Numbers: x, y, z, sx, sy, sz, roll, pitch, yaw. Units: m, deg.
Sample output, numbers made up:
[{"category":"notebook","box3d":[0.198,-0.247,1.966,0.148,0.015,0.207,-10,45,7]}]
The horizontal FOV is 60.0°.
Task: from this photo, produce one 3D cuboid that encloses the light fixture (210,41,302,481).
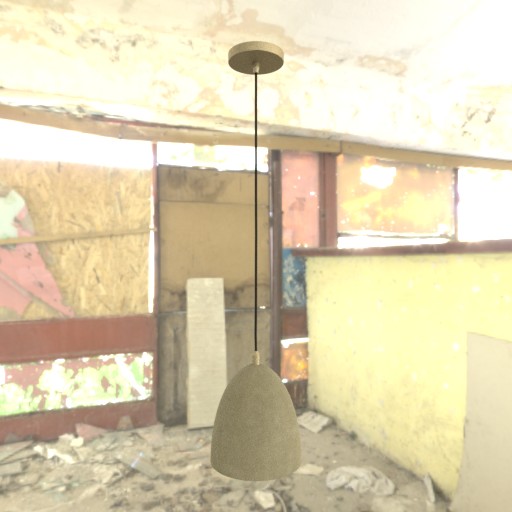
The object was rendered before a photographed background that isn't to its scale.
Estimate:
[{"category":"light fixture","box3d":[0.000,0.000,0.833,0.170,0.759,0.170,0,-1,-1]}]
